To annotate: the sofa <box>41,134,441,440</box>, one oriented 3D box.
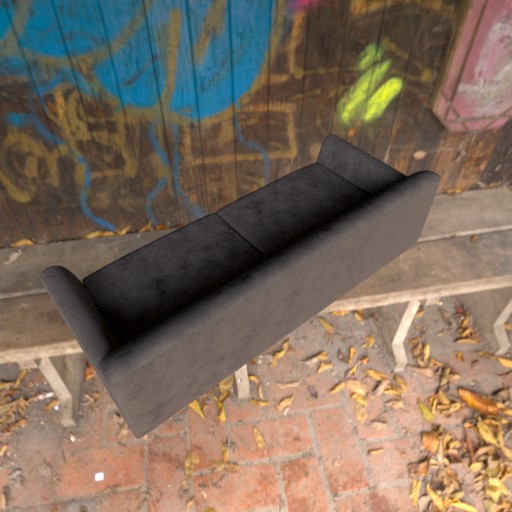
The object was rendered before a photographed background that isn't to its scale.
[{"bbox_3d":[0.000,0.000,2.690,2.190,0.740,0.900,-30,53,-26],"label":"sofa"}]
